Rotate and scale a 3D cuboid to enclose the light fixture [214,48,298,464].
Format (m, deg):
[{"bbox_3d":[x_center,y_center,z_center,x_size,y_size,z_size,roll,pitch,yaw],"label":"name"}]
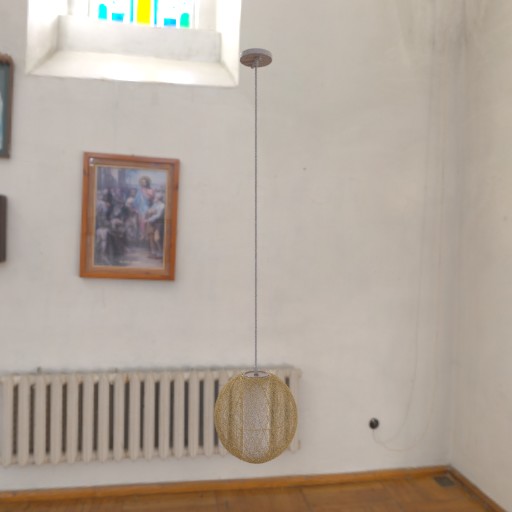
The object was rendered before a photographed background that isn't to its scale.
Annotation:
[{"bbox_3d":[0.000,0.000,2.163,0.407,1.955,0.406,0,0,36],"label":"light fixture"}]
